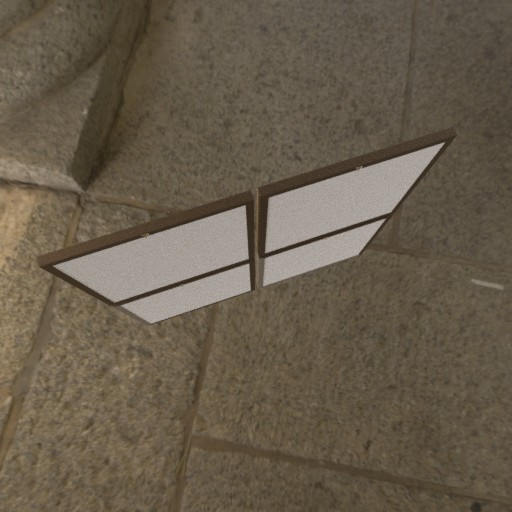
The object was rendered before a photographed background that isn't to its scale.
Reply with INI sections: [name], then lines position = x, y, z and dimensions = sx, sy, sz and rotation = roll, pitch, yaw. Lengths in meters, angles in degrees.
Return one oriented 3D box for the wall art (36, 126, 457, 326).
[wall art]
position = 0.000, 0.000, 1.532
dimensions = 1.032, 1.032, 0.030
rotation = -18, 75, -5
